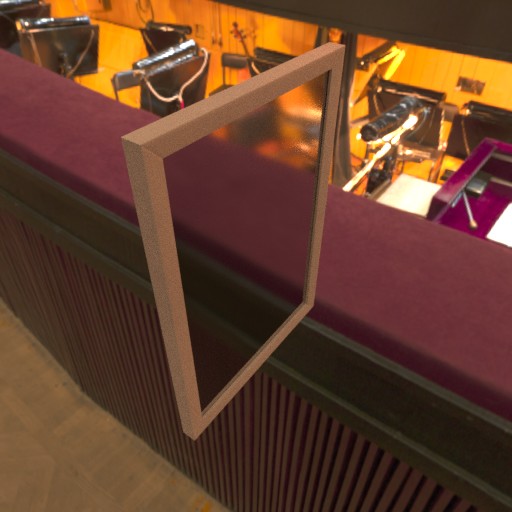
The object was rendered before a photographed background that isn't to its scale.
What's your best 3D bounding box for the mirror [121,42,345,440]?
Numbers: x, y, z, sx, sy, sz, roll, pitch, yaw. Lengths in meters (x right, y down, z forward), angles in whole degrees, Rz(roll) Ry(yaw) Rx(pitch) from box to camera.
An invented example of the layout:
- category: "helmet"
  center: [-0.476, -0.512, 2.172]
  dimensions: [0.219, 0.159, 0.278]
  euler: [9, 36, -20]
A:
- category: "mirror"
  center: [0.000, 0.000, 0.914]
  dimensions: [0.040, 0.710, 0.507]
  euler: [26, 47, 27]
